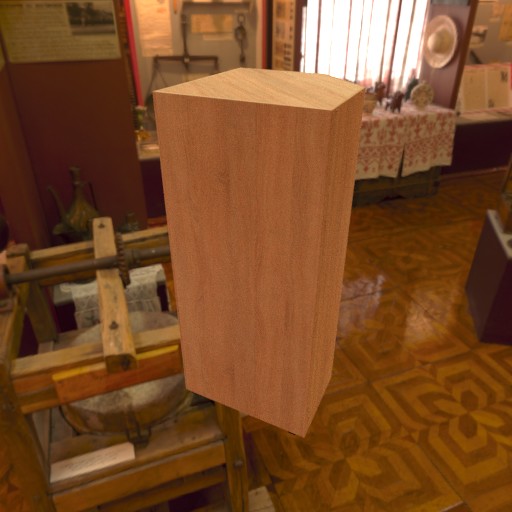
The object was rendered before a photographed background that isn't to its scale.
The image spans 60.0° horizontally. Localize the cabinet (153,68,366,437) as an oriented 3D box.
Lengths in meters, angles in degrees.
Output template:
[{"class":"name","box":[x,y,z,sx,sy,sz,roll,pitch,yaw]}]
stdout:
[{"class":"cabinet","box":[0.000,0.000,2.910,1.094,2.120,1.327,-10,32,-16]}]
